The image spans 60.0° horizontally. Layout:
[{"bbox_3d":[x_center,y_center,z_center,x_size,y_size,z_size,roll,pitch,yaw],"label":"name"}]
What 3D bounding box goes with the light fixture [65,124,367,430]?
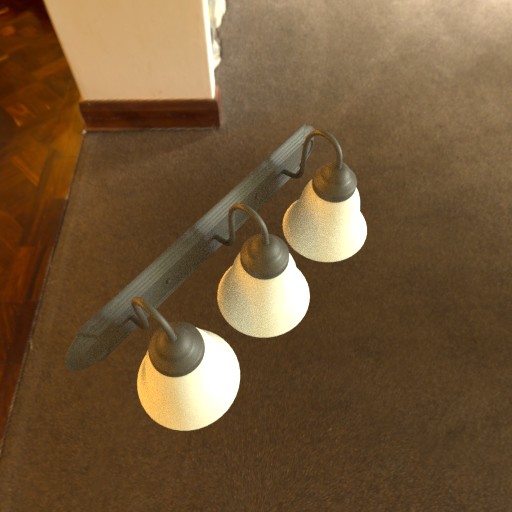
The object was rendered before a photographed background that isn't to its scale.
[{"bbox_3d":[0.000,0.000,0.704,0.199,0.222,0.610,35,64,20],"label":"light fixture"}]
